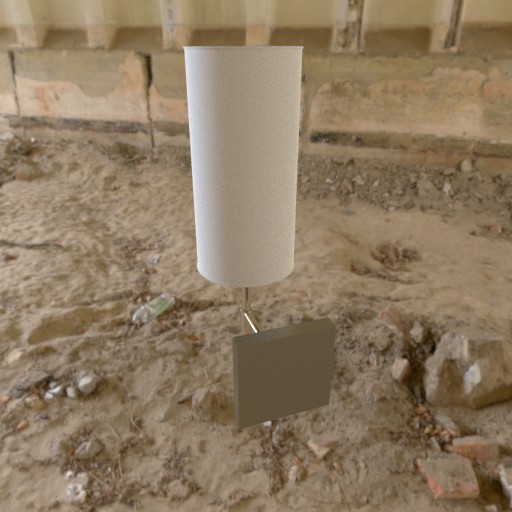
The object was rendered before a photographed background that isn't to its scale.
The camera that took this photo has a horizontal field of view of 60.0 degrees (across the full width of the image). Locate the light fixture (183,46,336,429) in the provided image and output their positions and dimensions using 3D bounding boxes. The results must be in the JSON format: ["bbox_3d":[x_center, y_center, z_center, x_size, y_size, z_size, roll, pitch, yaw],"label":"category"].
[{"bbox_3d":[0.000,0.000,0.540,0.128,0.462,0.208,-9,27,-18],"label":"light fixture"}]
